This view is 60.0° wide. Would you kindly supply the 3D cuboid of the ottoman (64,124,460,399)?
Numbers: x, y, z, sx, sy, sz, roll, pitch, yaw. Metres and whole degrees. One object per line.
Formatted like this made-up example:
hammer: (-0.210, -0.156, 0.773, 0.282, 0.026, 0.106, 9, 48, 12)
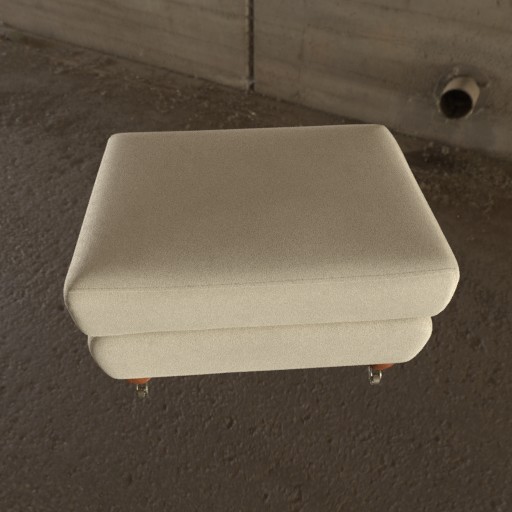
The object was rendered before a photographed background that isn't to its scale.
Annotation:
ottoman: (0.000, 0.000, 1.148, 0.773, 0.499, 0.569, -3, 47, -3)
